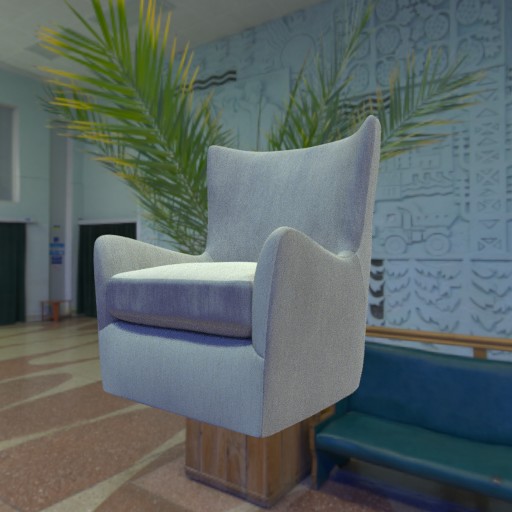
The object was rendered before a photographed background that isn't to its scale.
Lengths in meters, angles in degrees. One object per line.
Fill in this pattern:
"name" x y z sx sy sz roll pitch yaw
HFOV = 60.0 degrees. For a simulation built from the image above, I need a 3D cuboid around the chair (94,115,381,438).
"chair" 0.000 0.000 1.639 0.779 1.000 0.904 0 0 36
